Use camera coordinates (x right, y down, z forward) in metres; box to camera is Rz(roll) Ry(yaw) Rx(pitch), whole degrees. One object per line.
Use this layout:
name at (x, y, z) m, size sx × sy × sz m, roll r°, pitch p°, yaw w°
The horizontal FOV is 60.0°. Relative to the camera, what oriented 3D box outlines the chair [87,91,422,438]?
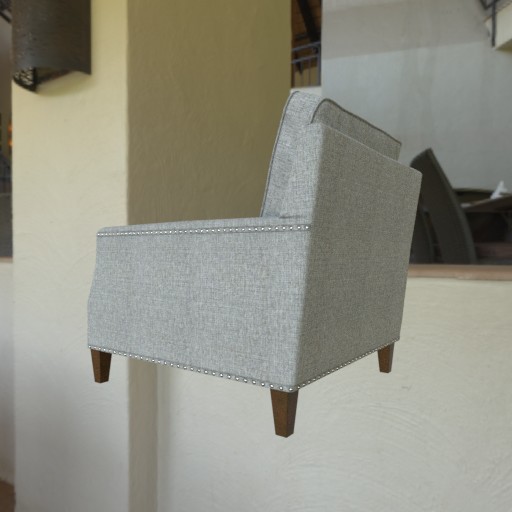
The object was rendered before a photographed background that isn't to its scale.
chair at (0.000, 0.000, 1.709) m, size 1.014 × 0.943 × 0.853 m, roll 0°, pitch 1°, yaw 36°
